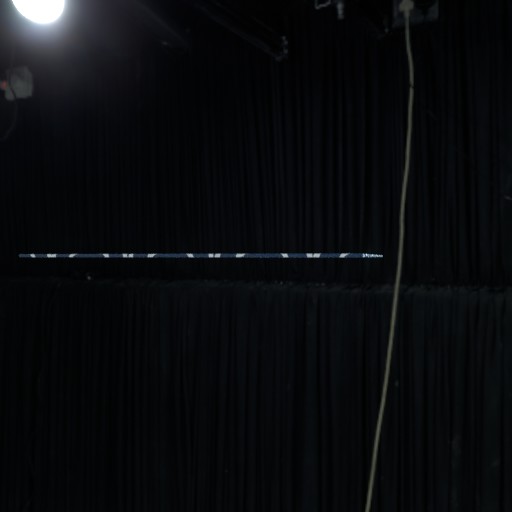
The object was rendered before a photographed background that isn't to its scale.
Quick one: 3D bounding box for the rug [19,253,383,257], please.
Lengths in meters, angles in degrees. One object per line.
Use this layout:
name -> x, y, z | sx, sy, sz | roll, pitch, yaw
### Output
rug -> 0.000, 0.000, 2.168 | 1.143, 0.010, 1.753 | 0, 0, 18
